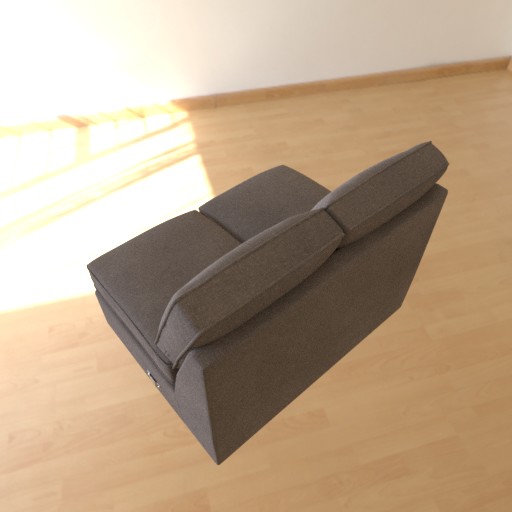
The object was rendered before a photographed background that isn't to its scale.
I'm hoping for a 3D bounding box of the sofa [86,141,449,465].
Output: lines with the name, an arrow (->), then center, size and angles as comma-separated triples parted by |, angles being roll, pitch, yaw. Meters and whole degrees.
sofa -> 0.000, 0.000, 1.972 | 1.237, 1.008, 0.951 | -32, 54, -27
